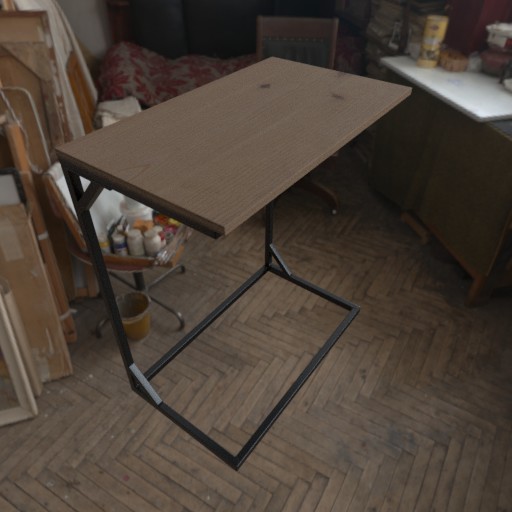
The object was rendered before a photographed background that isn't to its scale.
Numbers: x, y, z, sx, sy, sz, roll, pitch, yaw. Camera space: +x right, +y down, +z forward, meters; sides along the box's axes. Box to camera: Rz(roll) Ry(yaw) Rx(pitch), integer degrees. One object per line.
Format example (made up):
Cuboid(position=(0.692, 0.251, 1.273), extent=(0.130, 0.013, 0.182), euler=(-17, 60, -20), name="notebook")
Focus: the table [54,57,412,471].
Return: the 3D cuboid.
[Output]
Cuboid(position=(0.000, 0.000, 1.020), extent=(0.351, 0.673, 0.597), euler=(26, 47, 27), name="table")
